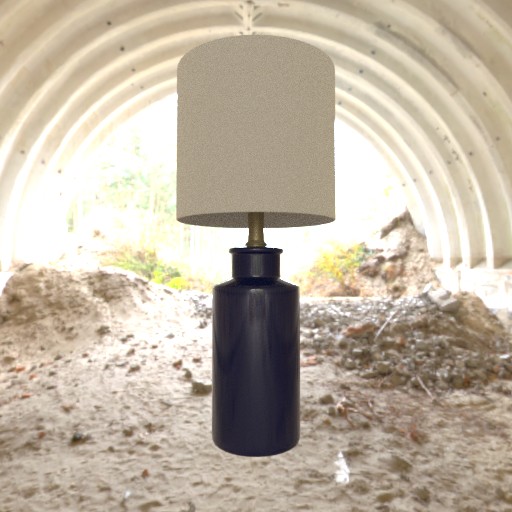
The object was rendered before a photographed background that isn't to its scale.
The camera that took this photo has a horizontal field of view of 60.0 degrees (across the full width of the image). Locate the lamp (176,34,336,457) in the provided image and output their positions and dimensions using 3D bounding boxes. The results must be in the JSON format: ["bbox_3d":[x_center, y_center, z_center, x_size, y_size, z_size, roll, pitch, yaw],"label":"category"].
[{"bbox_3d":[0.000,0.000,0.597,0.212,0.493,0.212,1,-2,-36],"label":"lamp"}]
